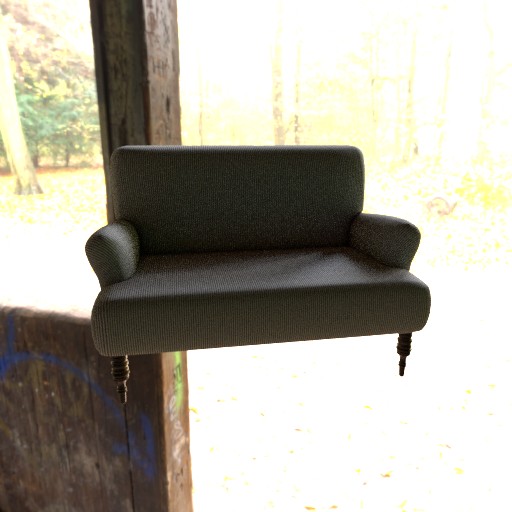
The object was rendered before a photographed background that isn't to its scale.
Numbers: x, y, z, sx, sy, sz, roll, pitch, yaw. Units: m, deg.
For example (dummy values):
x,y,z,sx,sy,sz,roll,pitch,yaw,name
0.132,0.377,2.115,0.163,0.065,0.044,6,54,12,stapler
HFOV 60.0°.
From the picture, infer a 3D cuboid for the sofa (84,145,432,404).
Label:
x,y,z,sx,sy,sz,roll,pitch,yaw,name
0.000,0.000,1.860,1.297,0.889,0.779,-3,15,-10,sofa
